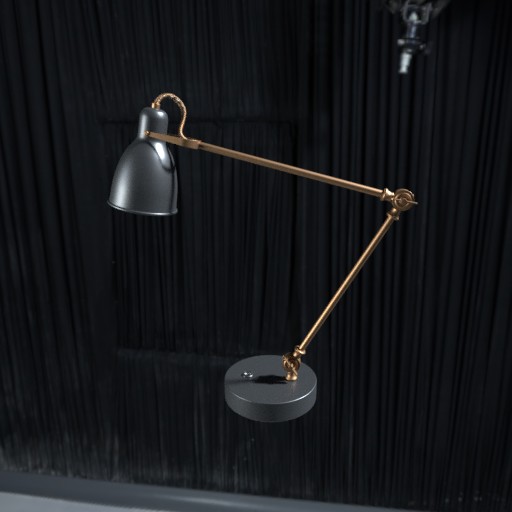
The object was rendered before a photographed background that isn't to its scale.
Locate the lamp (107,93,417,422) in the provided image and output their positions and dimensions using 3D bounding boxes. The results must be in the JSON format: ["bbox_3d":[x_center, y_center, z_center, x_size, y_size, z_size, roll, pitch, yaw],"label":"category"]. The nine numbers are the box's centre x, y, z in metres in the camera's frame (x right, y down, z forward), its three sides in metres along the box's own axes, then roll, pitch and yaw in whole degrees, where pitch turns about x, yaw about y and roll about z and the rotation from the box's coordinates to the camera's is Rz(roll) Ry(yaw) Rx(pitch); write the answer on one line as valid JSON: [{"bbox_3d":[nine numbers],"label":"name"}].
[{"bbox_3d":[0.000,0.000,0.838,0.561,0.587,0.187,2,16,8],"label":"lamp"}]
